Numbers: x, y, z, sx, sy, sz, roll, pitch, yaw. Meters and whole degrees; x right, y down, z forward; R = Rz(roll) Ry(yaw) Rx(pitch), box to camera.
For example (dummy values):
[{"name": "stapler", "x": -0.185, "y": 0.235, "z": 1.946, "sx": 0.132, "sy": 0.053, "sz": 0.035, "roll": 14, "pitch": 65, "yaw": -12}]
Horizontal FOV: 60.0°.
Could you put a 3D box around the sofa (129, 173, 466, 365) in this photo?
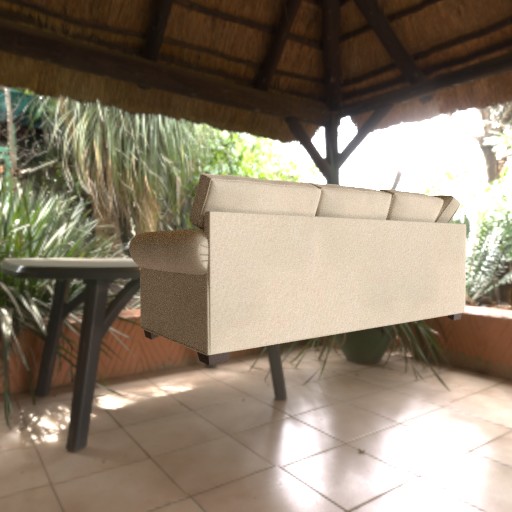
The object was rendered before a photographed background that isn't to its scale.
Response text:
[{"name": "sofa", "x": 0.000, "y": 0.000, "z": 3.964, "sx": 2.569, "sy": 1.054, "sz": 2.487, "roll": -1, "pitch": 2, "yaw": -36}]
